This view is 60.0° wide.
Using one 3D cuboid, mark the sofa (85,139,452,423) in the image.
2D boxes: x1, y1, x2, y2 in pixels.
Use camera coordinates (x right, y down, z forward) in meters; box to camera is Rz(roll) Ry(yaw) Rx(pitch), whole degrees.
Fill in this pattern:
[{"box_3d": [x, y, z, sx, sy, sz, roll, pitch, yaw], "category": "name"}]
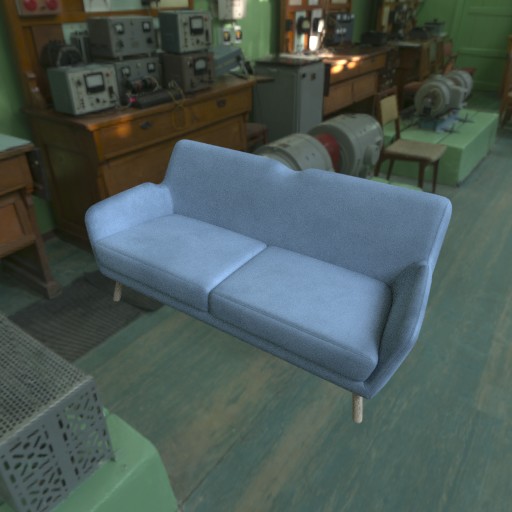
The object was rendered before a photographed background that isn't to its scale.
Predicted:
[{"box_3d": [0.000, 0.000, 2.377, 1.870, 0.810, 0.850, 19, 36, 29], "category": "sofa"}]
